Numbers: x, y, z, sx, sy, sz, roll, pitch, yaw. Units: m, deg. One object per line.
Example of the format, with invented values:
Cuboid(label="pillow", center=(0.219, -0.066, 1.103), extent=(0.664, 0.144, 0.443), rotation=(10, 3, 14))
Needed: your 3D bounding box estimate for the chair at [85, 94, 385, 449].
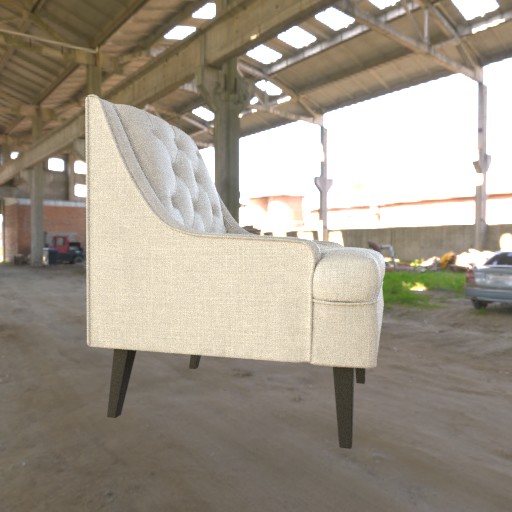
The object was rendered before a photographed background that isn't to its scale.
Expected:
Cuboid(label="chair", center=(0.000, 0.000, 1.383), extent=(0.772, 0.891, 0.658), rotation=(0, 1, 17))
